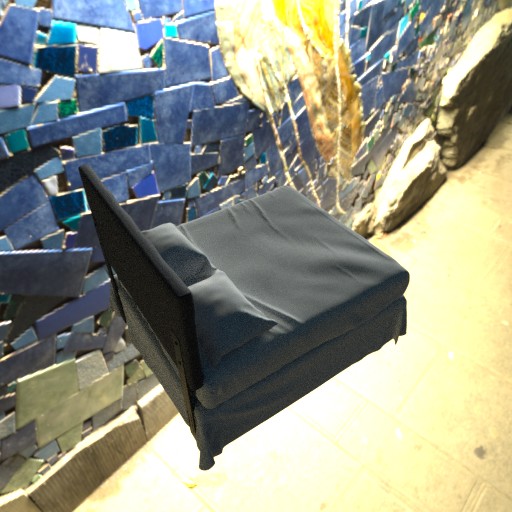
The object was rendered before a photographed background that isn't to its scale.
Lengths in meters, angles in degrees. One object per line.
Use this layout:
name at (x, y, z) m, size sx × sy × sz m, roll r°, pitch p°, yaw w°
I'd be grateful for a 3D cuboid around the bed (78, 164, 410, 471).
bed at (0.000, 0.000, 3.660) m, size 2.222 × 1.577 × 1.936 m, roll -24°, pitch 46°, yaw -25°
